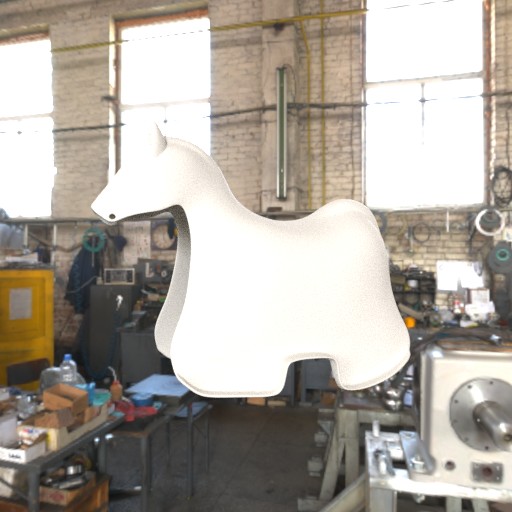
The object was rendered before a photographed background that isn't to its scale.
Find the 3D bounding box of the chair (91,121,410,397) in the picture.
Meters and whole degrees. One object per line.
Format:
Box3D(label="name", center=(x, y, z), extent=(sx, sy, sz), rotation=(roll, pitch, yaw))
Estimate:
Box3D(label="chair", center=(0.000, 0.000, 1.145), extent=(0.800, 0.612, 0.429), rotation=(0, -1, -20))
